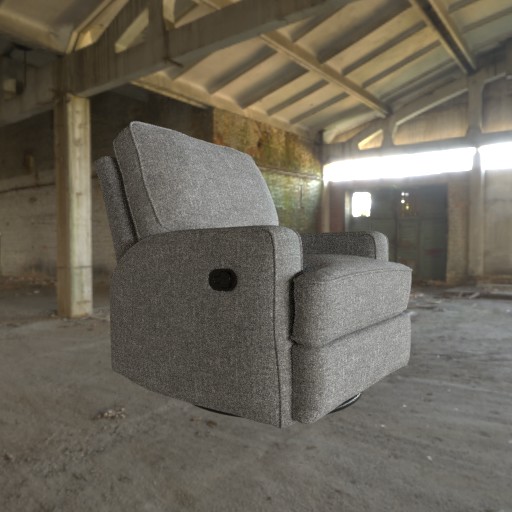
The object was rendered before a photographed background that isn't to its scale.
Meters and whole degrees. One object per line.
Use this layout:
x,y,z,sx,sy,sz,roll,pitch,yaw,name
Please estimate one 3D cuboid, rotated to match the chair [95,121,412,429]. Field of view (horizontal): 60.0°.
0.000,0.000,1.676,0.964,0.962,0.861,1,2,36,chair
